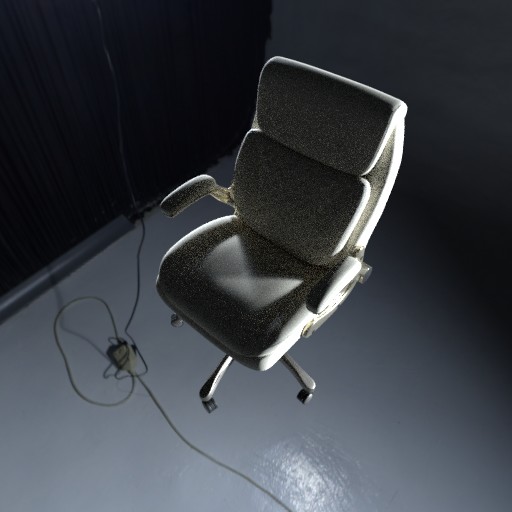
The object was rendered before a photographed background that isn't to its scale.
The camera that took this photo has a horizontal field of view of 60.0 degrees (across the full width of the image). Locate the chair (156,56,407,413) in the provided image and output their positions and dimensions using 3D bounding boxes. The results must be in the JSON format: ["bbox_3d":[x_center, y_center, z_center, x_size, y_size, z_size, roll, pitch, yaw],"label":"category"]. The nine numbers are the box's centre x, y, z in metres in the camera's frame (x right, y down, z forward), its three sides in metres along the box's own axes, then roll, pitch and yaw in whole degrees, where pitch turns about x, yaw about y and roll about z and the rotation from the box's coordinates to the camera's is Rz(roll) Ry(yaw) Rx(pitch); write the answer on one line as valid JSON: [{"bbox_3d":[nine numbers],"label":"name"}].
[{"bbox_3d":[0.000,0.000,1.613,0.740,1.110,0.794,30,54,25],"label":"chair"}]
